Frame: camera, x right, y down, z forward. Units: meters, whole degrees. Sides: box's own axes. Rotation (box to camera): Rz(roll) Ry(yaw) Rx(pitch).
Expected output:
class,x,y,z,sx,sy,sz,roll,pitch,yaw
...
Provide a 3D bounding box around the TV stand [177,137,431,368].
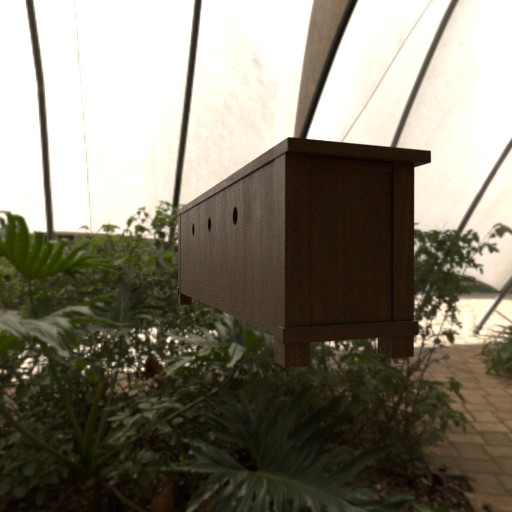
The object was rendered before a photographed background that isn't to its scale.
class,x,y,z,sx,sy,sz,roll,pitch,yaw
TV stand,0.000,0.000,2.117,0.471,0.615,1.866,0,0,-19
